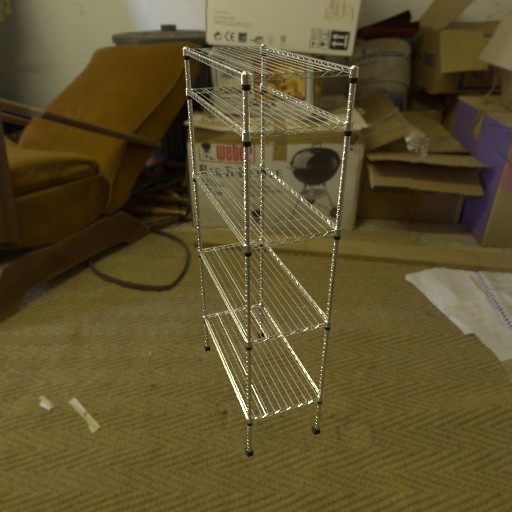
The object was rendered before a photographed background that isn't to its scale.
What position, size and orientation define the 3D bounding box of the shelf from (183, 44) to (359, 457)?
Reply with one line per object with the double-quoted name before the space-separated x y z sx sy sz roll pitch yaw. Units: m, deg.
"shelf" 0.000 0.000 1.910 0.356 1.587 0.762 -11 32 -17
